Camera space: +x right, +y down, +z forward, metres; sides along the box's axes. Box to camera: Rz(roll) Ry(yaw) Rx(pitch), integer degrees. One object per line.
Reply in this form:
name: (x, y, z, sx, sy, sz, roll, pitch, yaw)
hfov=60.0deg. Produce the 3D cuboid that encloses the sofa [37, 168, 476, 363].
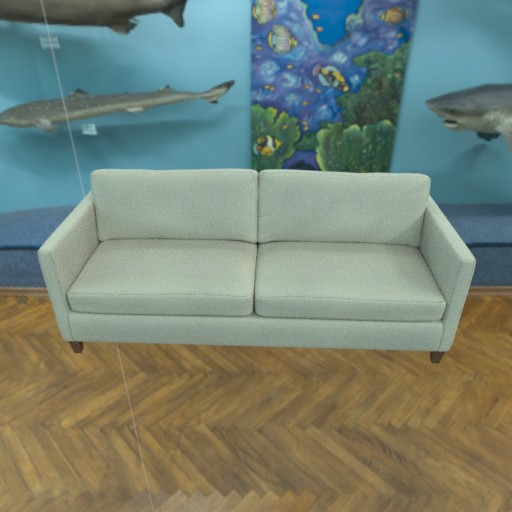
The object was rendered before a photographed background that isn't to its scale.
sofa: (0.000, 0.000, 2.860, 2.361, 0.968, 0.951, 1, 32, 2)
